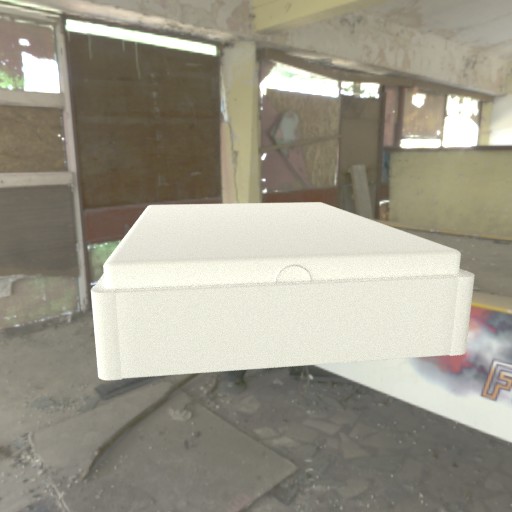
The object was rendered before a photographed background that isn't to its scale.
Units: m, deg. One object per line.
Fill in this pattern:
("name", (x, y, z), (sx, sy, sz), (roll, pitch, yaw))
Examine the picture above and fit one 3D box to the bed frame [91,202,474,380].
("bed frame", (0.000, 0.000, 2.492), (1.400, 0.406, 1.900), (-2, 13, -8))
